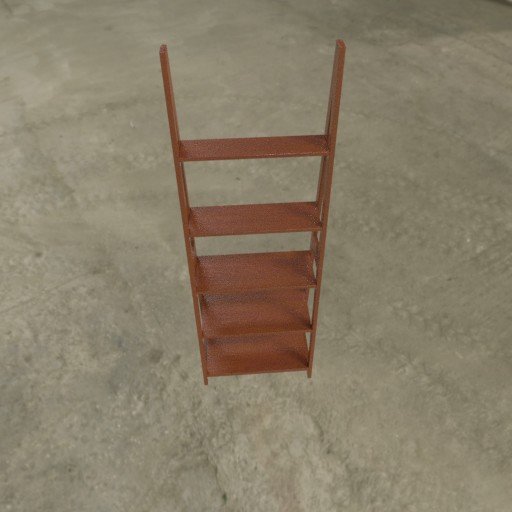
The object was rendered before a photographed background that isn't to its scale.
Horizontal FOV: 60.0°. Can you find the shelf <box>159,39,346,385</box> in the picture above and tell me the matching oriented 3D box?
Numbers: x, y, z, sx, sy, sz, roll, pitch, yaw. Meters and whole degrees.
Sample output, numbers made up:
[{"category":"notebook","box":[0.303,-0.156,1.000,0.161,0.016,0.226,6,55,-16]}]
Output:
[{"category":"shelf","box":[0.000,0.000,2.053,0.630,1.780,0.356,-3,47,-3]}]
